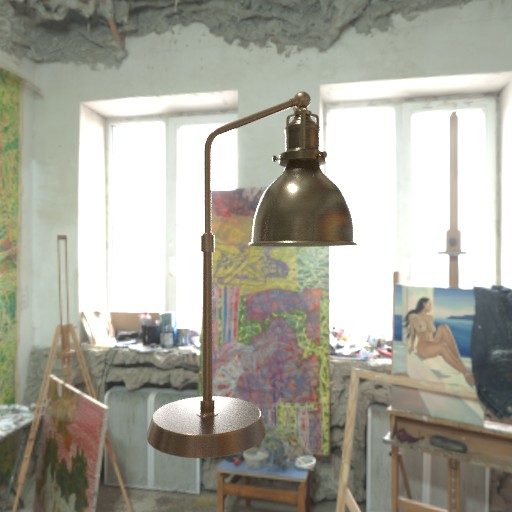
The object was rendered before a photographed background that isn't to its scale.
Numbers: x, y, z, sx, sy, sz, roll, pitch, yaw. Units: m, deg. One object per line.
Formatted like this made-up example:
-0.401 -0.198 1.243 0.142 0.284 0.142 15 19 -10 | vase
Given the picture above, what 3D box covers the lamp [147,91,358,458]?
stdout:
0.000 0.000 0.596 0.286 0.456 0.153 0 0 -18 | lamp
